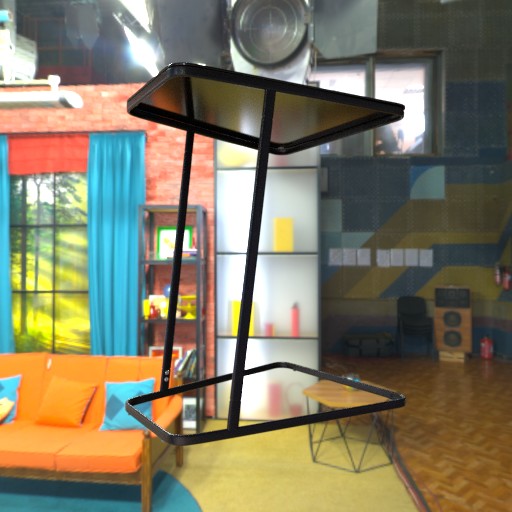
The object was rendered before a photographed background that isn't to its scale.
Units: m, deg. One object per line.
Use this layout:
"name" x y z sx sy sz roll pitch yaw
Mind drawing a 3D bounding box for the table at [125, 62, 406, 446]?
"table" 0.000 0.000 0.951 0.500 0.624 0.427 1 -1 -36
